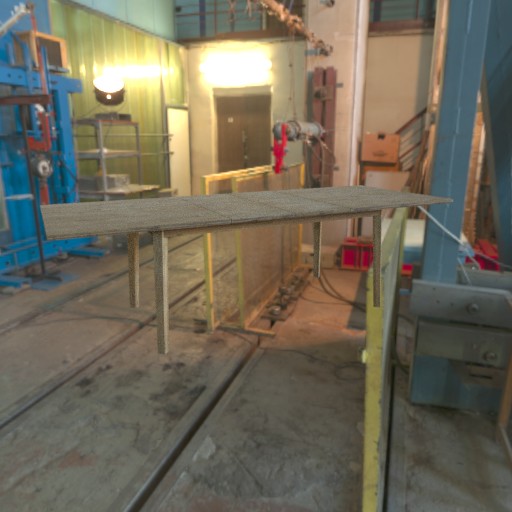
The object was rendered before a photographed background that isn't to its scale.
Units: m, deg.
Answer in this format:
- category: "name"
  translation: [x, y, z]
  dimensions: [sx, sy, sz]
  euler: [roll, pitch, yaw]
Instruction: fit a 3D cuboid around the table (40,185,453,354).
- category: "table"
  translation: [0.000, 0.000, 3.078]
  dimensions: [2.603, 0.752, 1.000]
  euler: [-8, 17, -26]
